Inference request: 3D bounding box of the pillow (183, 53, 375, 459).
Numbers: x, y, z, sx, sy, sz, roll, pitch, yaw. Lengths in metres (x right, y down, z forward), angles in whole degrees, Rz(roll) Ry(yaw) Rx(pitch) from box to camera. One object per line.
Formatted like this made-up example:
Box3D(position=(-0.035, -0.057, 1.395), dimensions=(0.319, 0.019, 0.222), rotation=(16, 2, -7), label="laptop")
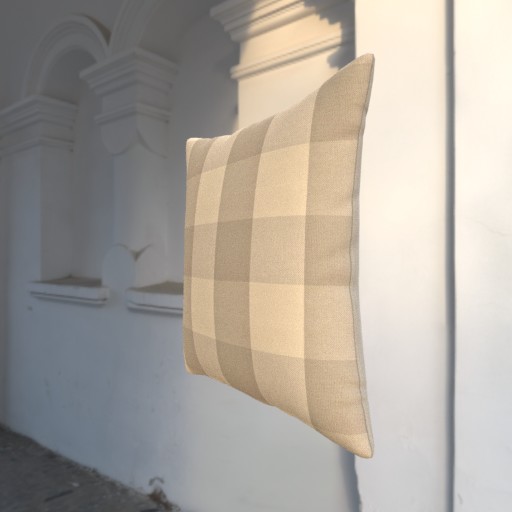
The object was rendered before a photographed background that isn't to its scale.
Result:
Box3D(position=(0.000, 0.000, 0.760), dimensions=(0.161, 0.509, 0.511), rotation=(0, 0, -35), label="pillow")
